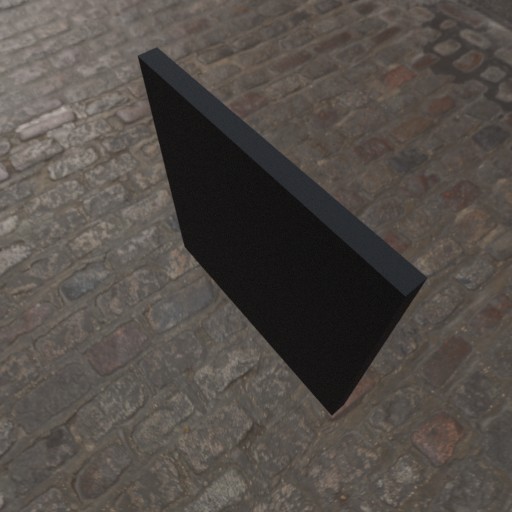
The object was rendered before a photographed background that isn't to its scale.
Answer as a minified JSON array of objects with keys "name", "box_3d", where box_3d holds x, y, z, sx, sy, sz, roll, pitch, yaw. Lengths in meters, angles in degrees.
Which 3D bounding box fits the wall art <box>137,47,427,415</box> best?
[{"name":"wall art","box_3d":[0.000,0.000,0.691,0.030,0.458,0.462,-34,64,-20]}]
